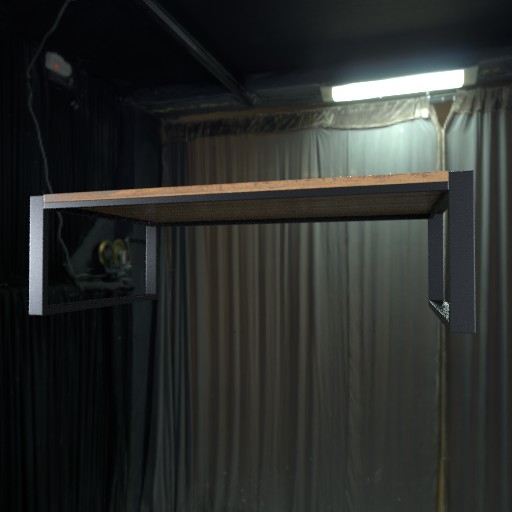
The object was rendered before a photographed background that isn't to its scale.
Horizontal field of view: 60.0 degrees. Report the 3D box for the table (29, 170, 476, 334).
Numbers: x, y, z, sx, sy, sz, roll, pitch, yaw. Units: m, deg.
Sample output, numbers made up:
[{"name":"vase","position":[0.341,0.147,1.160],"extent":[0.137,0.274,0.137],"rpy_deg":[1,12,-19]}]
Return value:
[{"name":"table","position":[0.000,0.000,1.637],"extent":[1.350,0.400,0.750],"rpy_deg":[0,-1,17]}]
